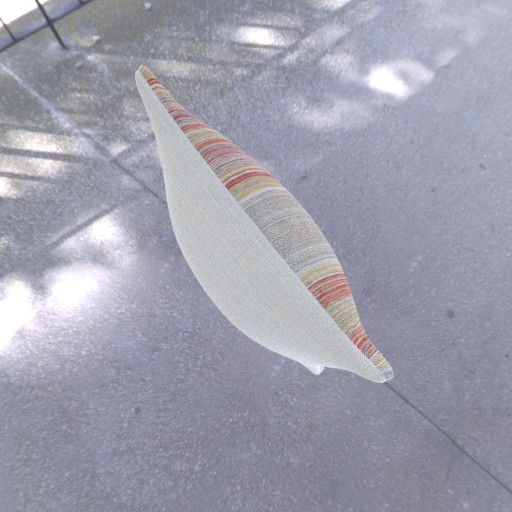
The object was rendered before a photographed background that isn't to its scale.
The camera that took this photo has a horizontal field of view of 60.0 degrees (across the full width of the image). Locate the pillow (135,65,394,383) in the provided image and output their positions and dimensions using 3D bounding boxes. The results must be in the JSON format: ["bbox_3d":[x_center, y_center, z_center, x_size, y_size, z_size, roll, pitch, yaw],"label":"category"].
[{"bbox_3d":[0.000,0.000,0.691,0.191,0.449,0.451,-36,78,-9],"label":"pillow"}]
